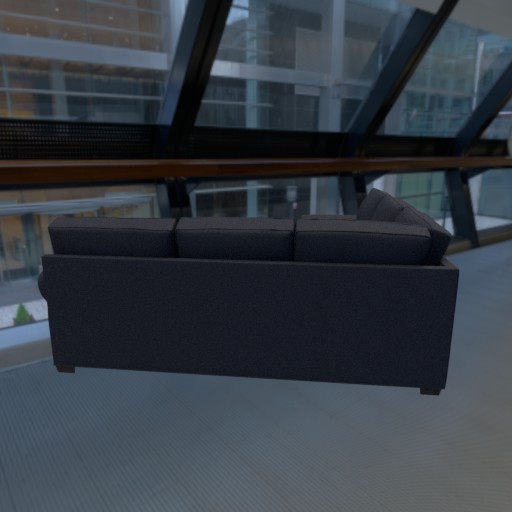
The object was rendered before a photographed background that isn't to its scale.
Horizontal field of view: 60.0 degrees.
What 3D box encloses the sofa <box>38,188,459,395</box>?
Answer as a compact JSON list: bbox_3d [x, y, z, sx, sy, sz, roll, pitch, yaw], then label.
[{"bbox_3d":[0.000,0.000,3.844,2.562,1.042,2.487,2,15,7],"label":"sofa"}]
